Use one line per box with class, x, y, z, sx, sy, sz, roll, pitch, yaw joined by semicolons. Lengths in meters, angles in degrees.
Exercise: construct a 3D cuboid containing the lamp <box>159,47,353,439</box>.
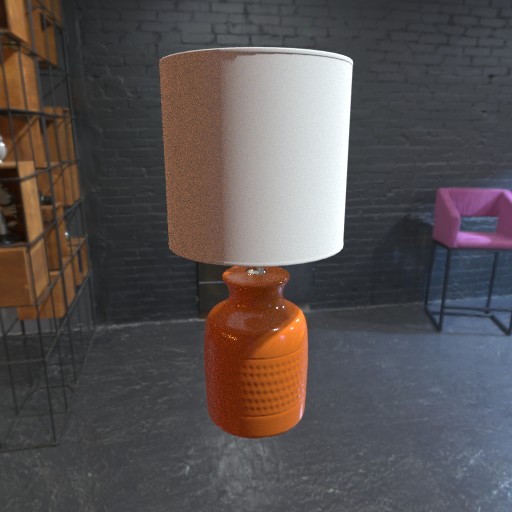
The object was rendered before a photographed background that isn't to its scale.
lamp;0.000;0.000;1.090;0.418;0.871;0.418;-2;16;-9
